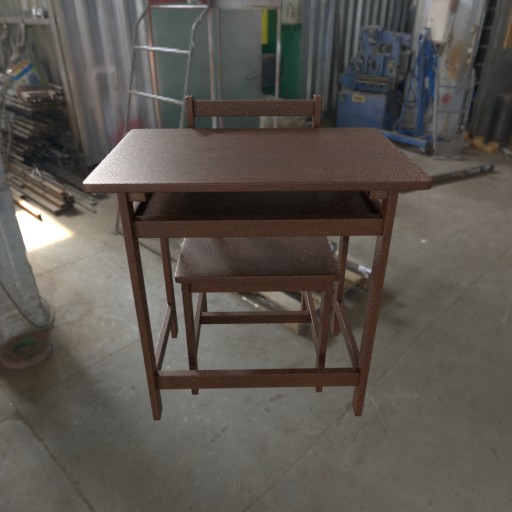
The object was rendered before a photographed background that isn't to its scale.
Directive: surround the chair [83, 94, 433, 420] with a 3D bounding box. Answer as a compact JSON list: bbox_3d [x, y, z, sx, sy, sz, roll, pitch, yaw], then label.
[{"bbox_3d":[0.000,0.000,1.078,0.599,0.673,0.463,-1,29,-1],"label":"chair"}]
